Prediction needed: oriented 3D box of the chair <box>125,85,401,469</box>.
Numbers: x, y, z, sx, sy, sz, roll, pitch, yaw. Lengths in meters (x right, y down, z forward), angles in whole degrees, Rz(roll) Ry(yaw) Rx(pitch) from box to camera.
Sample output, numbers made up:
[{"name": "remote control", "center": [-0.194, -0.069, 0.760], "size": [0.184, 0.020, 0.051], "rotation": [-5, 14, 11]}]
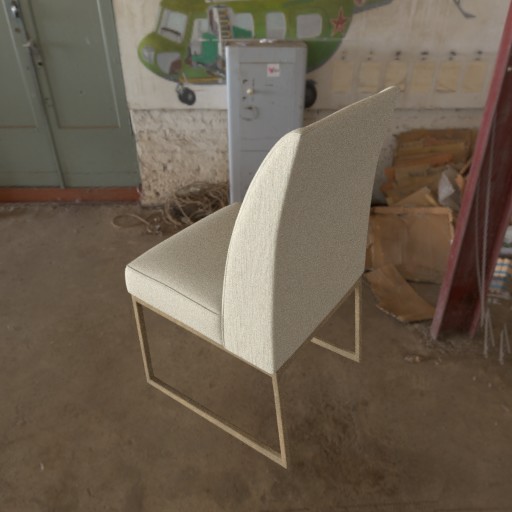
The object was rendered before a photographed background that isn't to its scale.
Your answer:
[{"name": "chair", "center": [0.000, 0.000, 1.204], "size": [0.522, 0.863, 0.508], "rotation": [20, 37, 29]}]
